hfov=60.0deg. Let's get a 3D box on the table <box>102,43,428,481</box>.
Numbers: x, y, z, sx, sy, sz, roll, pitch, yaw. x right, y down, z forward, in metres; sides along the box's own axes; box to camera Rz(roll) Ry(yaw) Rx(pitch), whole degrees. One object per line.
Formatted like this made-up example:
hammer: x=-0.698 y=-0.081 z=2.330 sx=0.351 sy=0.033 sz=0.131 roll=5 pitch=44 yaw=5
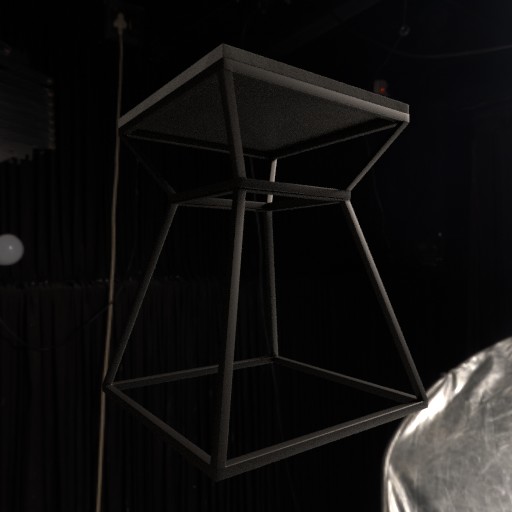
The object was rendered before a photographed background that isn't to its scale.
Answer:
table: x=0.000 y=0.000 z=0.864 sx=0.455 sy=0.559 sz=0.455 roll=0 pitch=0 yaw=-36
